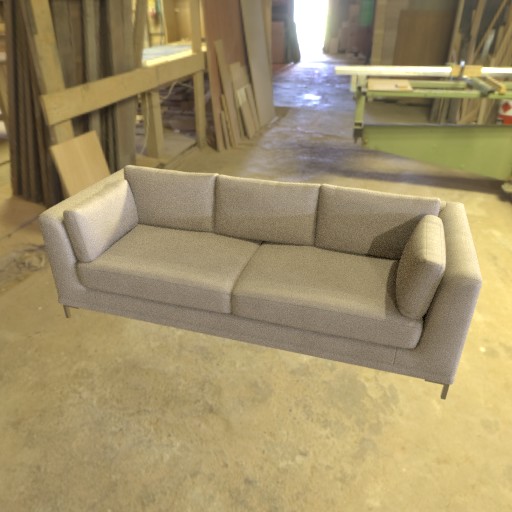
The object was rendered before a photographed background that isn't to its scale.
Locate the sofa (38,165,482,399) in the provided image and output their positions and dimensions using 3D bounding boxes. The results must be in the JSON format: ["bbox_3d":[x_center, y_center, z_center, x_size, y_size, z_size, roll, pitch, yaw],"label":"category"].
[{"bbox_3d":[0.000,0.000,2.823,2.415,0.867,0.969,9,30,15],"label":"sofa"}]
